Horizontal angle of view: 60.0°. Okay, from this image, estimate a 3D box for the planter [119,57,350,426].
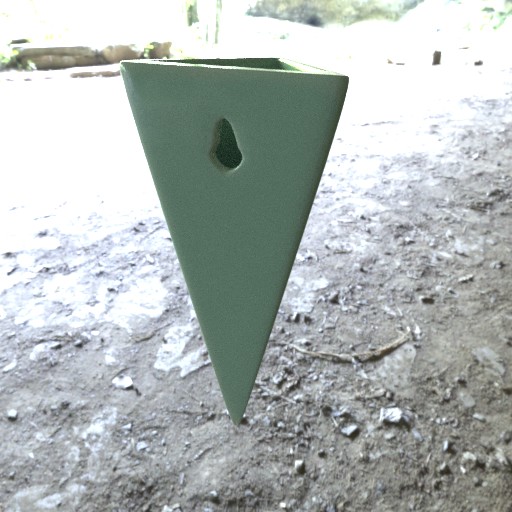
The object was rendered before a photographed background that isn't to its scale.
[{"bbox_3d":[0.000,0.000,0.213,0.080,0.178,0.064,11,34,17],"label":"planter"}]
